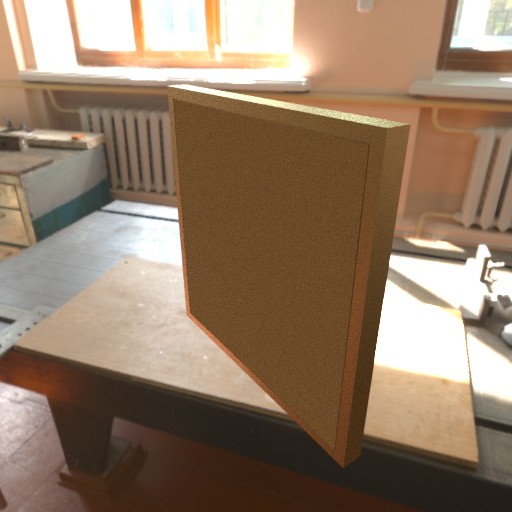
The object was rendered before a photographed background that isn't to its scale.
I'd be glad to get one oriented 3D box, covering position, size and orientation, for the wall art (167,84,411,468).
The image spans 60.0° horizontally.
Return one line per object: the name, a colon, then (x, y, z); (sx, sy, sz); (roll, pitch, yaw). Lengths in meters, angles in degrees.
wall art: (0.000, 0.000, 1.916); (0.095, 1.284, 1.284); (-18, 32, -32)
